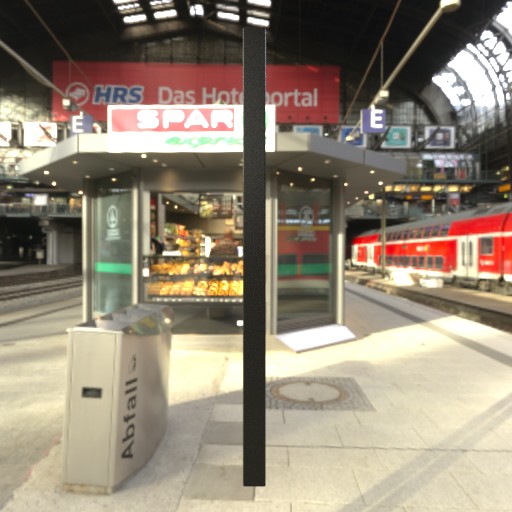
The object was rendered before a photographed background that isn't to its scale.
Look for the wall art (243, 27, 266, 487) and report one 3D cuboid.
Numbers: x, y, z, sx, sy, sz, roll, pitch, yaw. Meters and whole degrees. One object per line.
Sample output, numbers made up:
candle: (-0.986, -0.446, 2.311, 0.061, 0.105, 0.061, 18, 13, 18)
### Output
wall art: (0.000, 0.000, 1.110, 0.038, 0.761, 0.755, 0, 0, 0)
